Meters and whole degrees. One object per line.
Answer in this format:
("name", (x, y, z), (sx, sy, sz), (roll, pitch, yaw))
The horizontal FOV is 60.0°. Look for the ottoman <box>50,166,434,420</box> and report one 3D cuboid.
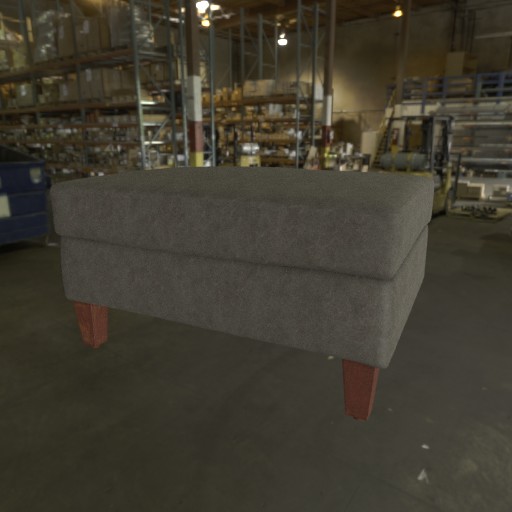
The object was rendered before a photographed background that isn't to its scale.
("ottoman", (0.000, 0.000, 1.222), (0.839, 0.464, 0.639), (7, 17, 25))
